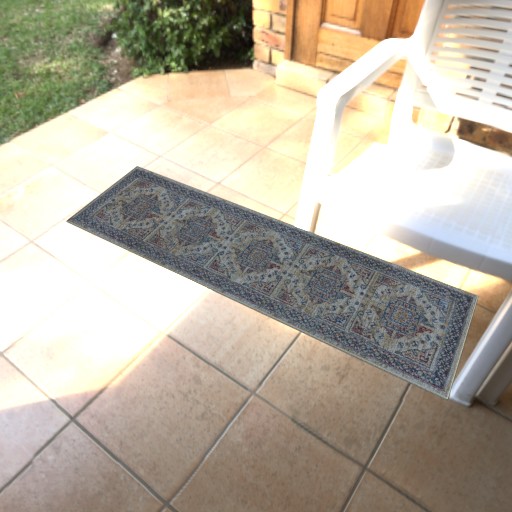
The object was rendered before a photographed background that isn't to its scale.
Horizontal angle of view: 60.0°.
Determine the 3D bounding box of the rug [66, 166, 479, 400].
[{"bbox_3d":[0.000,0.000,2.506,2.297,0.013,0.661,23,51,20],"label":"rug"}]
